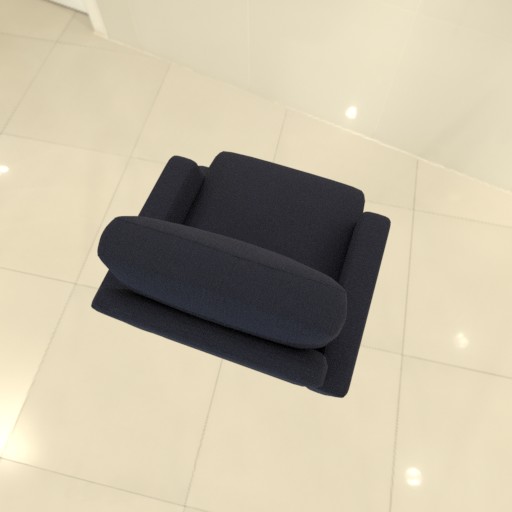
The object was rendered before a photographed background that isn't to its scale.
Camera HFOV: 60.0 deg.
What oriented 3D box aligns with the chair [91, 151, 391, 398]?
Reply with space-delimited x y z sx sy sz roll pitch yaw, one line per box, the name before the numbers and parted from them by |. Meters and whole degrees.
chair | 0.000 0.000 1.639 0.855 0.991 0.897 18 65 8
